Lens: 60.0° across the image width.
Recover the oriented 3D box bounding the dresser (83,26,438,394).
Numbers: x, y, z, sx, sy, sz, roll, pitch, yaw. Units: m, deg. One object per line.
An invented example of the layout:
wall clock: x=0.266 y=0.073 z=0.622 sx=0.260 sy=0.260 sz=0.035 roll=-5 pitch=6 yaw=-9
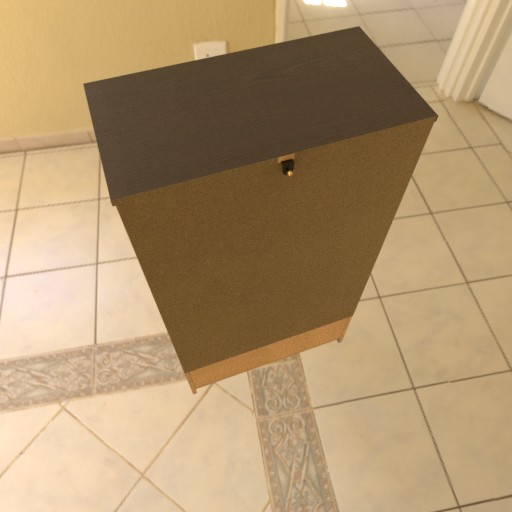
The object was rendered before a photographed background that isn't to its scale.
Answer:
dresser: x=0.000 y=0.000 z=1.504 sx=0.704 sy=1.254 sz=0.418 roll=-17 pitch=58 yaw=-11
